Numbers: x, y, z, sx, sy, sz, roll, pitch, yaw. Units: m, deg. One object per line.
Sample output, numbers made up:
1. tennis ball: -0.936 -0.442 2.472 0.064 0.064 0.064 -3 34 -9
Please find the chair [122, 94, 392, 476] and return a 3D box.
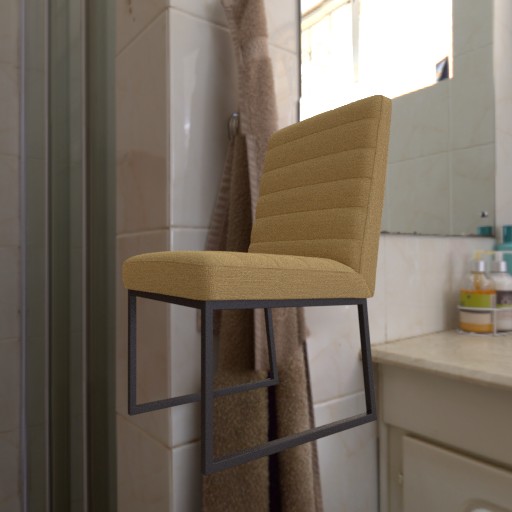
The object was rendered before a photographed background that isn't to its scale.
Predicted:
1. chair: 0.000 0.000 1.296 0.634 0.930 0.520 0 0 -36
